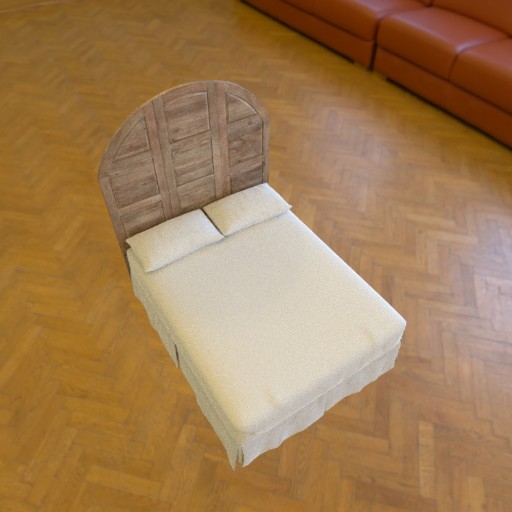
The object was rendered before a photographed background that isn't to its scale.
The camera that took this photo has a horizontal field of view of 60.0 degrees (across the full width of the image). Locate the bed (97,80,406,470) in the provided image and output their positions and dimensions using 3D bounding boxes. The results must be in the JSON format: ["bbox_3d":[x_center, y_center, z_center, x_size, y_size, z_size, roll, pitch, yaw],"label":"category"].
[{"bbox_3d":[0.000,0.000,3.526,1.713,2.002,2.112,-25,52,-22],"label":"bed"}]
